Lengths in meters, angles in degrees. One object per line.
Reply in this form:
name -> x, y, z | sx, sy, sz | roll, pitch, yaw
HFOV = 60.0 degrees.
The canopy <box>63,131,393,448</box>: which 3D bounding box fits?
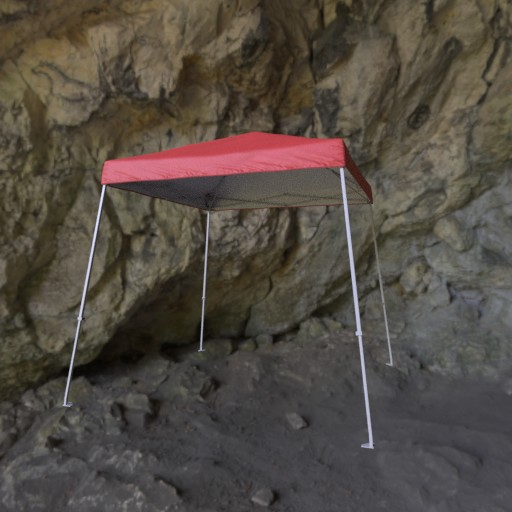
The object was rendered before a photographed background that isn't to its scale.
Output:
canopy -> 0.000, 0.000, 5.056 | 2.848, 2.849, 2.849 | 0, -1, 20
